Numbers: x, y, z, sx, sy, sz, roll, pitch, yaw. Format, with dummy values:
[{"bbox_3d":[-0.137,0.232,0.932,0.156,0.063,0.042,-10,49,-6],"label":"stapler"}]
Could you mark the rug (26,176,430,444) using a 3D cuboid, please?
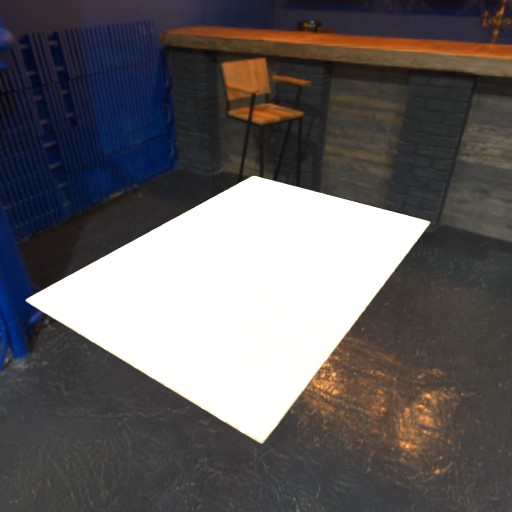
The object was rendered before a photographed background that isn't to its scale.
[{"bbox_3d":[0.000,0.000,2.743,1.524,0.010,2.134,20,37,29],"label":"rug"}]
